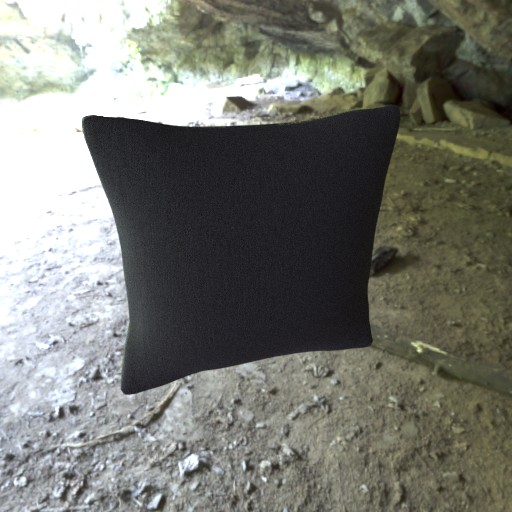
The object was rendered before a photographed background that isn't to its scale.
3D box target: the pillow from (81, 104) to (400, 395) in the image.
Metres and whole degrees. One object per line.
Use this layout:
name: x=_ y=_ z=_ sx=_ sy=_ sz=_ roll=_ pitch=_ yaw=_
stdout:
pillow: x=0.000 y=0.000 z=0.660 sx=0.437 sy=0.419 sz=0.136 roll=-7 pitch=26 yaw=-15
